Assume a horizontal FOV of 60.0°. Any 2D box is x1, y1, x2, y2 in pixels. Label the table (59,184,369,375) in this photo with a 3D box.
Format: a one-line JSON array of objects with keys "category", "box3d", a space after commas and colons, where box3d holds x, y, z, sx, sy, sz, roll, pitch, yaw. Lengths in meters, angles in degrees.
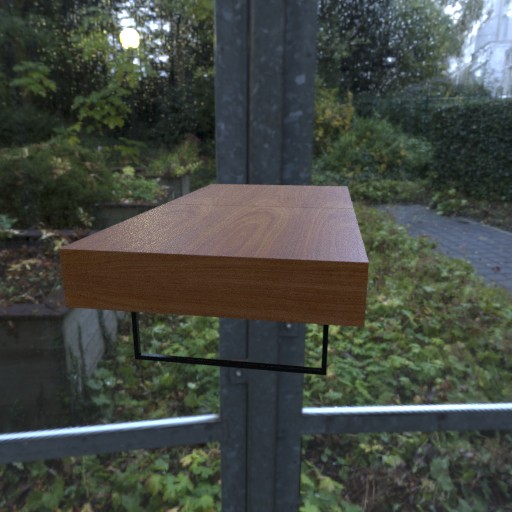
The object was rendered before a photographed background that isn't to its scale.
[{"category": "table", "box3d": [0.000, 0.000, 1.458, 0.610, 0.330, 1.194, 3, 16, 9]}]
